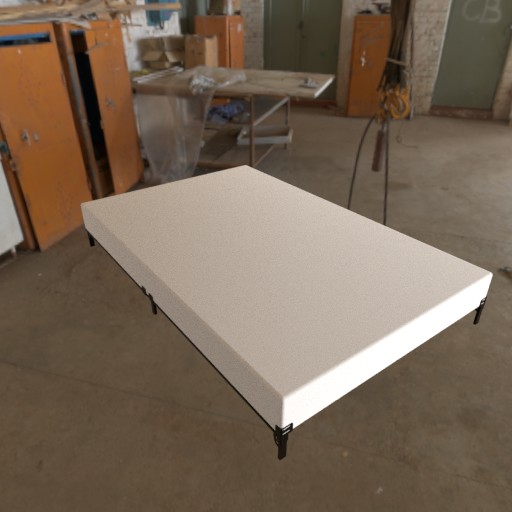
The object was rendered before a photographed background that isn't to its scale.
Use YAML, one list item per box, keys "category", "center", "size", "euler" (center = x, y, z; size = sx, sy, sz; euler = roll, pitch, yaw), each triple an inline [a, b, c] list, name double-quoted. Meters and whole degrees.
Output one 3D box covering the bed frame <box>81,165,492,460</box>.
- category: "bed frame"
  center: [0.000, 0.000, 3.737]
  size: [1.930, 0.440, 2.987]
  euler: [-20, 35, -31]
